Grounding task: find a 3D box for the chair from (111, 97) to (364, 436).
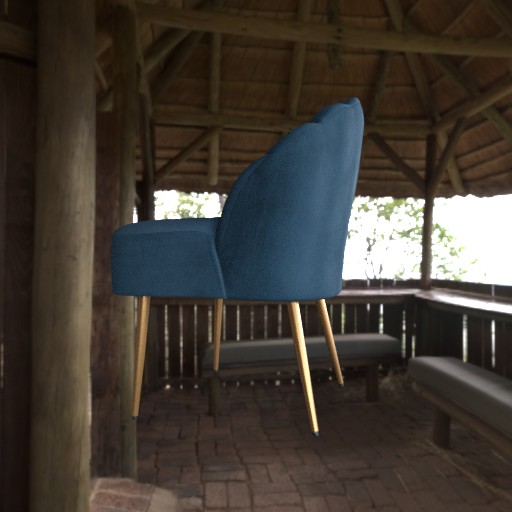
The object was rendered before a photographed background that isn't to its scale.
[{"bbox_3d":[0.000,0.000,1.269,0.599,0.819,0.657,0,-1,19],"label":"chair"}]
